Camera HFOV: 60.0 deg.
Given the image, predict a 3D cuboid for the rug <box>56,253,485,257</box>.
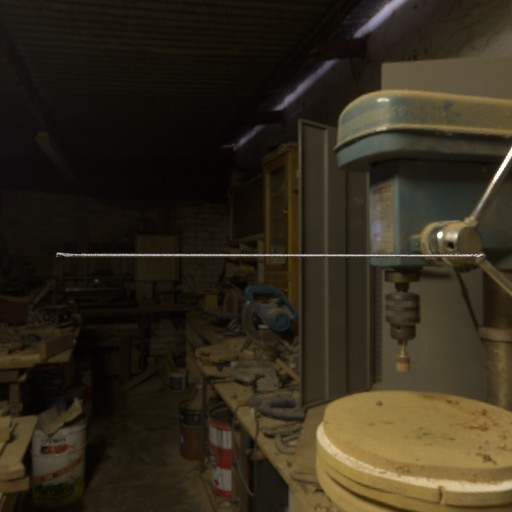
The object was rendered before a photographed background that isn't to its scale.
[{"bbox_3d":[0.000,0.000,3.030,2.312,0.017,1.613,0,0,-17],"label":"rug"}]
